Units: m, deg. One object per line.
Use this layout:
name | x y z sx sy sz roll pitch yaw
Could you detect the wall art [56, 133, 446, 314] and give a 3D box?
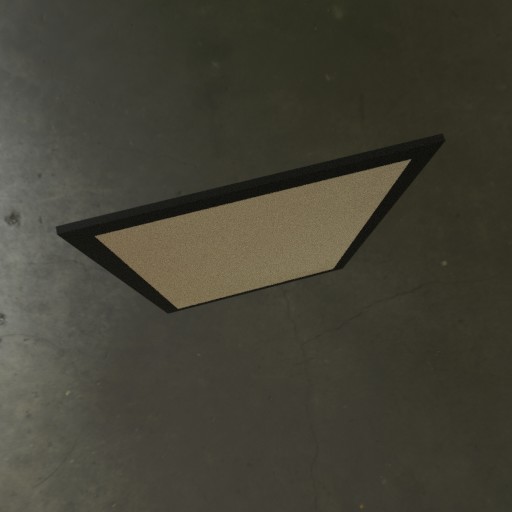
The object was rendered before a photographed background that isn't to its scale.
wall art | 0.000 0.000 0.674 0.379 0.530 0.008 -14 75 -4
